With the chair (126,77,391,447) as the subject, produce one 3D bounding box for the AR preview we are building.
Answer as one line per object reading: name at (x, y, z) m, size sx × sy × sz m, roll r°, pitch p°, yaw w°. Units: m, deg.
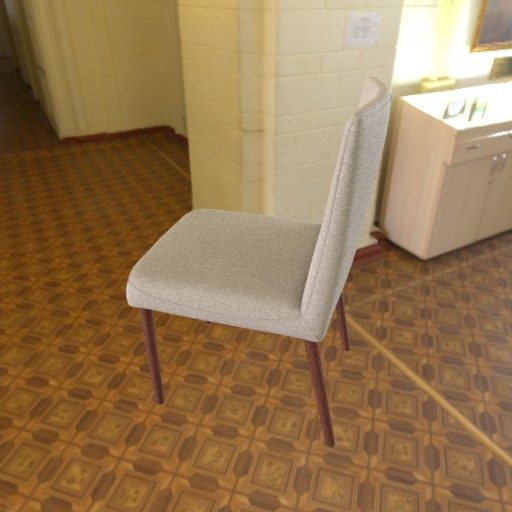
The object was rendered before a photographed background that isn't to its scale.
chair at (0.000, 0.000, 1.171) m, size 0.570 × 0.859 × 0.456 m, roll 8°, pitch 32°, yaw 14°
